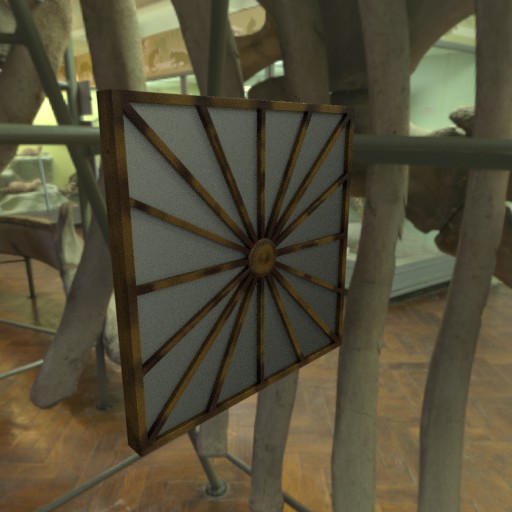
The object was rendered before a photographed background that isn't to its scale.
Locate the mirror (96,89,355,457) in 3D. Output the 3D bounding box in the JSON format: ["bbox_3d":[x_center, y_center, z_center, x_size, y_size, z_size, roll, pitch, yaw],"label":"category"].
[{"bbox_3d":[0.000,0.000,0.766,0.509,0.507,0.042,-15,21,-43],"label":"mirror"}]
